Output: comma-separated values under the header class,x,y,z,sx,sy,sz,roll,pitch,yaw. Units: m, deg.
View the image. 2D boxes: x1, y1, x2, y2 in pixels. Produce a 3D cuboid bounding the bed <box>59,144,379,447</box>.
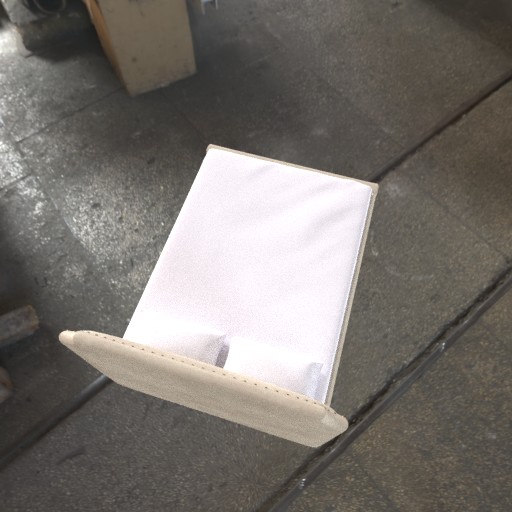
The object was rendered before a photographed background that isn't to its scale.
class,x,y,z,sx,sy,sz,roll,pitch,yaw
bed,0.000,0.000,3.489,1.712,1.443,2.372,15,64,8
